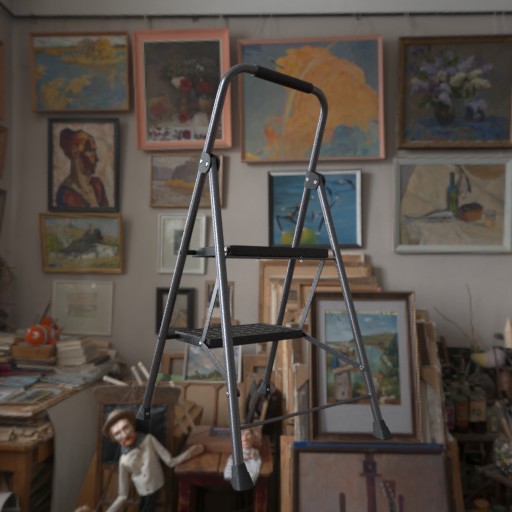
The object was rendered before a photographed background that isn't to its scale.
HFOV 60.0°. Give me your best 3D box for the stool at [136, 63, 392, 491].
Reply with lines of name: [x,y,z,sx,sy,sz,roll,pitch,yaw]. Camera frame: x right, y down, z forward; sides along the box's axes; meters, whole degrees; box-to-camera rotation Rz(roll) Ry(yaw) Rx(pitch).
stool: [0.000,0.000,1.147,0.450,0.872,0.514,1,-2,-36]
